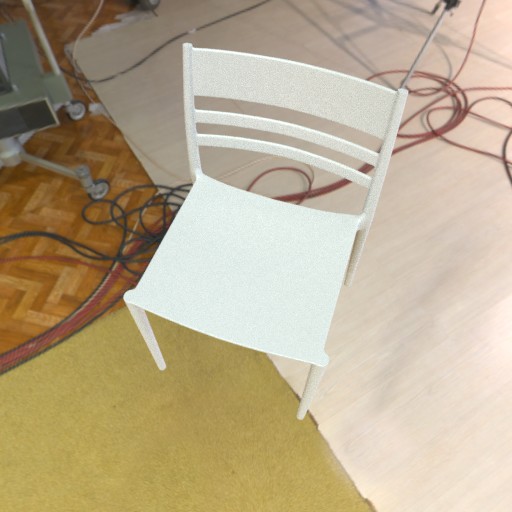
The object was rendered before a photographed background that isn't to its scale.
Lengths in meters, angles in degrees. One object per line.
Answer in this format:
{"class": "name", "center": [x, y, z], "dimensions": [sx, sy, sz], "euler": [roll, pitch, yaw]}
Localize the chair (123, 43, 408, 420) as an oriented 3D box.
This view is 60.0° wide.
{"class": "chair", "center": [0.000, 0.000, 1.120], "dimensions": [0.531, 0.800, 0.511], "euler": [16, 60, 10]}
